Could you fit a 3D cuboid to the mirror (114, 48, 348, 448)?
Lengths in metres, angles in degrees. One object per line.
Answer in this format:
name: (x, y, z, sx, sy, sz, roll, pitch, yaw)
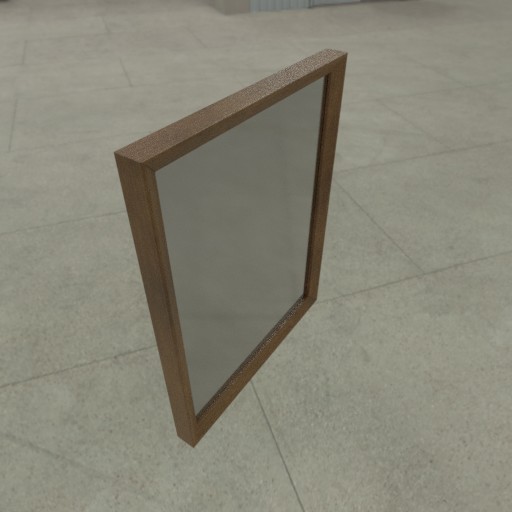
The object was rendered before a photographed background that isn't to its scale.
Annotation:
mirror: (0.000, 0.000, 0.684, 0.041, 0.509, 0.406, 24, 46, 26)
